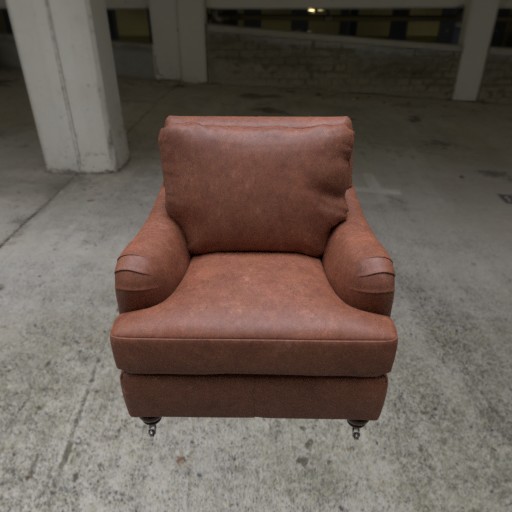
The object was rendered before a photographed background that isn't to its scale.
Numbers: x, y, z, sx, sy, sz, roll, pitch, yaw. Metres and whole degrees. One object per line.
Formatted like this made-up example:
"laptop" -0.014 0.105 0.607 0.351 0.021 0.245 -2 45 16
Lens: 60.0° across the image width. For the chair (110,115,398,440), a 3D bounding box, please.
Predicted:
"chair" 0.000 0.000 1.908 0.986 1.055 1.158 0 30 1
